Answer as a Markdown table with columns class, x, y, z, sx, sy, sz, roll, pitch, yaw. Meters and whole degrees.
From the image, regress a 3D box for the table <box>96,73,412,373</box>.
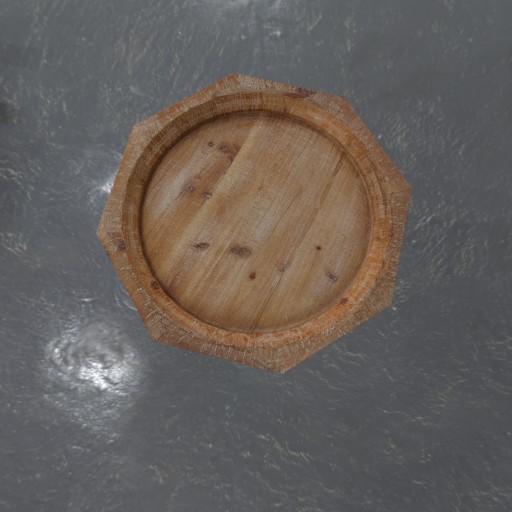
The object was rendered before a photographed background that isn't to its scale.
| class | x | y | z | sx | sy | sz | roll | pitch | yaw |
| --- | --- | --- | --- | --- | --- | --- | --- | --- | --- |
| table | 0.000 | 0.000 | 0.899 | 0.458 | 0.543 | 0.458 | -8 | 76 | -2 |
